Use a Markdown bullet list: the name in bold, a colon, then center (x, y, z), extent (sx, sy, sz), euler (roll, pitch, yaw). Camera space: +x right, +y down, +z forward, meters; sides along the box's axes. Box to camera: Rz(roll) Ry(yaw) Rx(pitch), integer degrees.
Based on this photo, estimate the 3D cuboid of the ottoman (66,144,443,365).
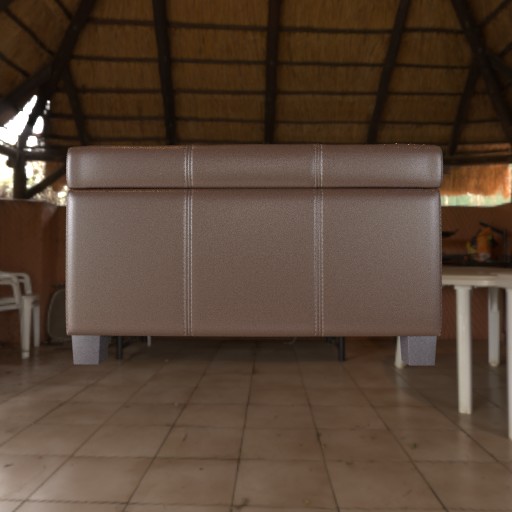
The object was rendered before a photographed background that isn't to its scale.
- **ottoman**: center (0.000, 0.000, 1.288), extent (0.788, 0.460, 0.787), euler (0, -1, 1)
